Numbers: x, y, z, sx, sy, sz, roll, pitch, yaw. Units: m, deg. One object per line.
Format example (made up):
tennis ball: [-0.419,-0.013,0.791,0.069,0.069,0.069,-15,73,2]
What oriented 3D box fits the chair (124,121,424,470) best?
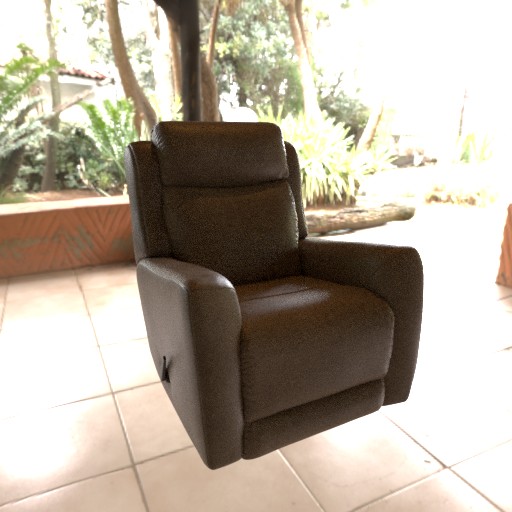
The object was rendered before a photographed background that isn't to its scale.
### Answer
chair: [0.000,0.000,1.892,0.967,1.116,1.068,-8,17,-26]
